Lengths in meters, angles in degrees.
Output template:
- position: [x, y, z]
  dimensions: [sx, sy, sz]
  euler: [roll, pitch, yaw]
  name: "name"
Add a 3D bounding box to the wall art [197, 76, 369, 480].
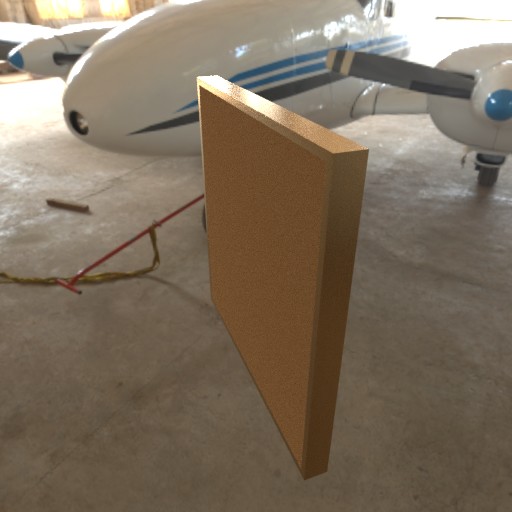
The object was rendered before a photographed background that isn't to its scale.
- position: [0.000, 0.000, 0.760]
  dimensions: [0.040, 0.509, 0.509]
  euler: [-11, 32, -18]
  name: "wall art"
